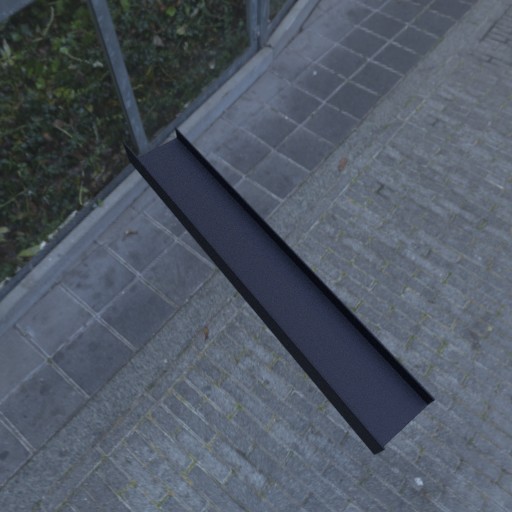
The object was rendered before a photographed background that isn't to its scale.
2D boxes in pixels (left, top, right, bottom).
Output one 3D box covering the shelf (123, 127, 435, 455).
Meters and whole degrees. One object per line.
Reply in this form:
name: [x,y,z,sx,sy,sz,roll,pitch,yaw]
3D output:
shelf: [0.000,0.000,0.661,0.102,0.053,0.605,-34,65,-18]
